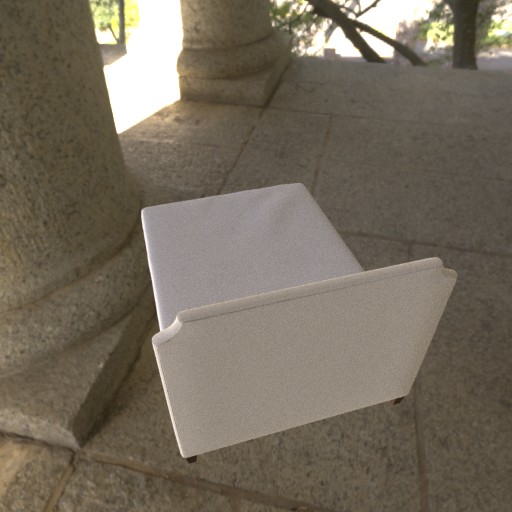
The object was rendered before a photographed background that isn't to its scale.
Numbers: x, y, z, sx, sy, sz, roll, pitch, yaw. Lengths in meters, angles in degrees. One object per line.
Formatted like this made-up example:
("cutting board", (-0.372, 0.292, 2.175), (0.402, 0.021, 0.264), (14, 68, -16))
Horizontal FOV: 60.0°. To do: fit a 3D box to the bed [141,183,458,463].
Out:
("bed", (0.000, 0.000, 3.541), (1.712, 1.497, 2.372), (-11, 42, -12))
